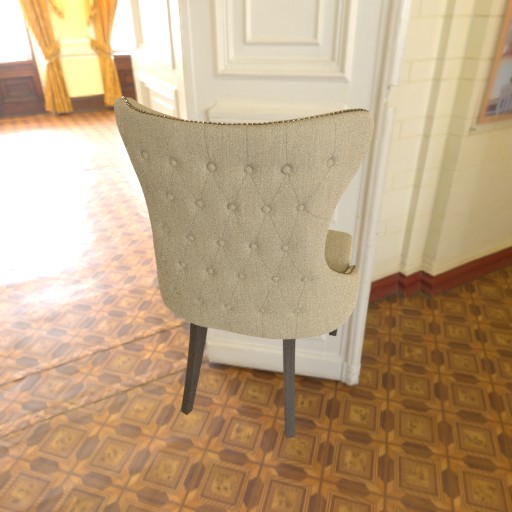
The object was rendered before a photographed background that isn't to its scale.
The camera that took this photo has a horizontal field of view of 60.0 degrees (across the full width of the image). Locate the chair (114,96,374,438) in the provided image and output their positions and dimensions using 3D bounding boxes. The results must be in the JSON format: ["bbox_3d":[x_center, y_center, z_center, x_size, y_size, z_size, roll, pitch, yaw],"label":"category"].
[{"bbox_3d":[0.000,0.000,1.343,0.628,0.967,0.635,8,31,13],"label":"chair"}]
